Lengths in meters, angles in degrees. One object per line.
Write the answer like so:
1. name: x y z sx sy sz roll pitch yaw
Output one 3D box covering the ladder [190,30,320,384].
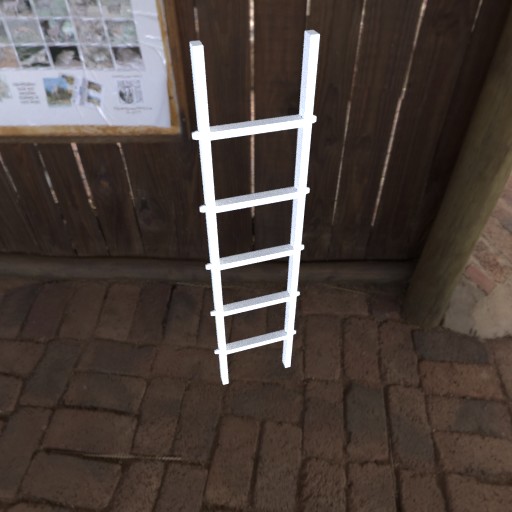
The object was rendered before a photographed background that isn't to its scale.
1. ladder: 0.000 0.000 1.958 0.452 1.797 0.051 -12 43 -13
